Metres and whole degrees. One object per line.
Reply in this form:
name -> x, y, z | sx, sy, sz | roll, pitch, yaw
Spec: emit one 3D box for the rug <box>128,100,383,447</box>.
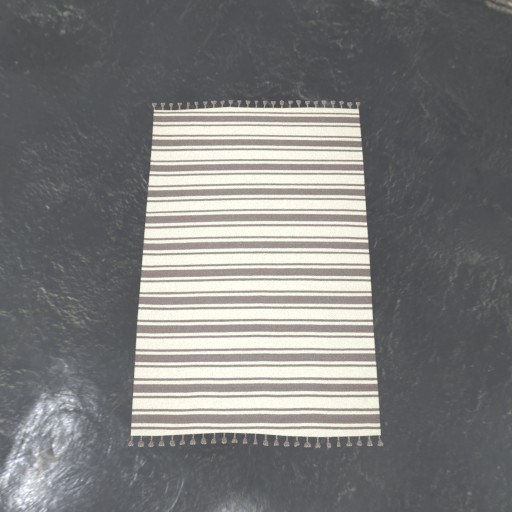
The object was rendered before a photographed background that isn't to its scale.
rug -> 0.000, 0.000, 3.024 | 1.563, 0.014, 2.425 | 0, 75, 0
